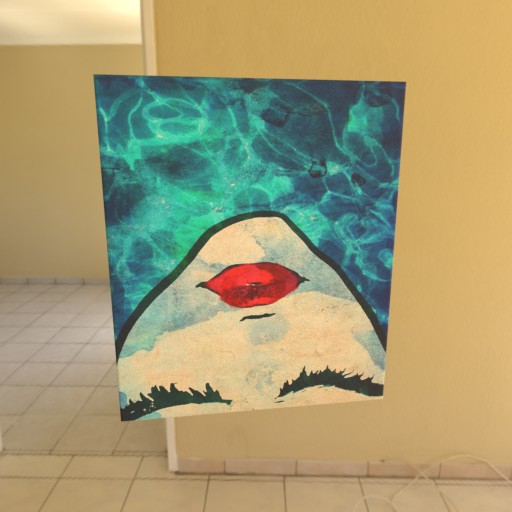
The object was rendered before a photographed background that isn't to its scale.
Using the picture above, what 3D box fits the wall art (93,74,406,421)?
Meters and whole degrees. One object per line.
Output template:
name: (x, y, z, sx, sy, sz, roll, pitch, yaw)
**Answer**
wall art: (0.000, 0.000, 0.682, 0.432, 0.508, 0.038, -2, 14, -8)
